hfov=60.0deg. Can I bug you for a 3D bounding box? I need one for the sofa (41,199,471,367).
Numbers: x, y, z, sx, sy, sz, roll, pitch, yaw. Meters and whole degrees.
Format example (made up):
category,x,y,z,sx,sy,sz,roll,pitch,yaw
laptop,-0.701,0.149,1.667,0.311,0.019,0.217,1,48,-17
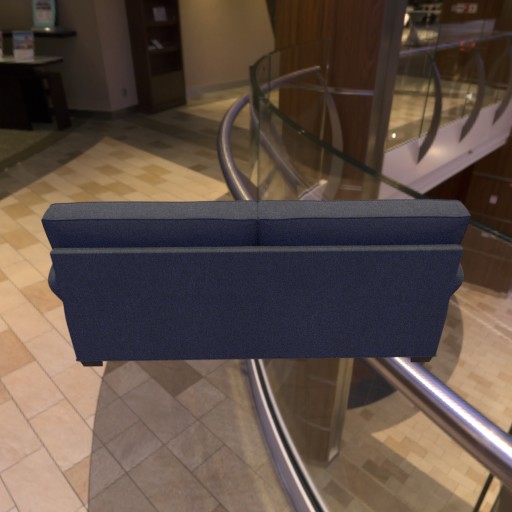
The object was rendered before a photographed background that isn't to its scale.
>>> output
category,x,y,z,sx,sy,sz,roll,pitch,yaw
sofa,0.000,0.000,2.862,2.391,1.026,0.954,-1,31,-1
